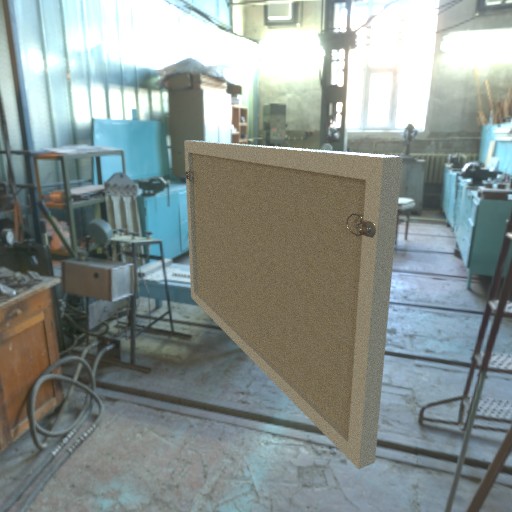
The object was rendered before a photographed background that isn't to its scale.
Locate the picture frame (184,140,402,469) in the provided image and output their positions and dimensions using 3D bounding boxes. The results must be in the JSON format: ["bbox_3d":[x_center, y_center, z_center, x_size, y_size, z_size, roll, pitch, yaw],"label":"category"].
[{"bbox_3d":[0.000,0.000,0.782,0.044,0.379,0.647,-8,18,-25],"label":"picture frame"}]
